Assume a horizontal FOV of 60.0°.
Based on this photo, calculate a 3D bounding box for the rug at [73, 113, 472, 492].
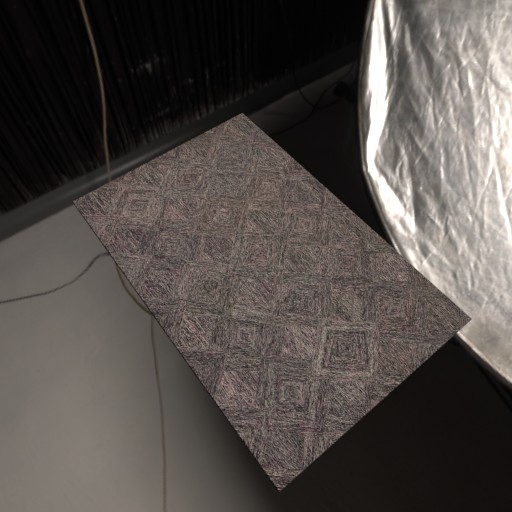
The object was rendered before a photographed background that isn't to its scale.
[{"bbox_3d":[0.000,0.000,2.899,1.501,0.017,2.298,-33,64,-19],"label":"rug"}]
